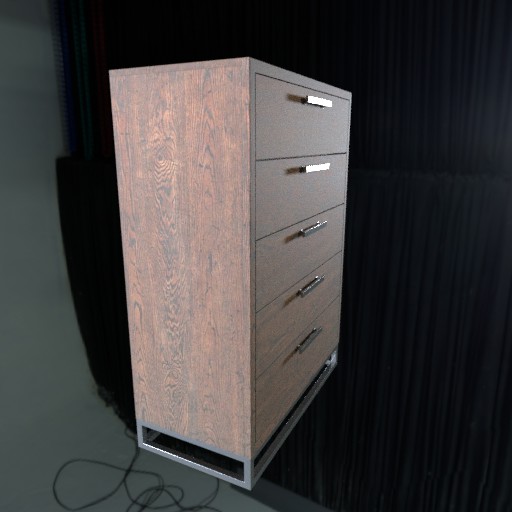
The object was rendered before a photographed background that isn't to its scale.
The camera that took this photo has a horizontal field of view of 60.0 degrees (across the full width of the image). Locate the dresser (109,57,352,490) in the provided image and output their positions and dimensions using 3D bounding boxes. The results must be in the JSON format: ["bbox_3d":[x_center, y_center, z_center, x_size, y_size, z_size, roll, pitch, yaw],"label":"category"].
[{"bbox_3d":[0.000,0.000,1.807,0.508,1.321,0.965,7,16,26],"label":"dresser"}]
